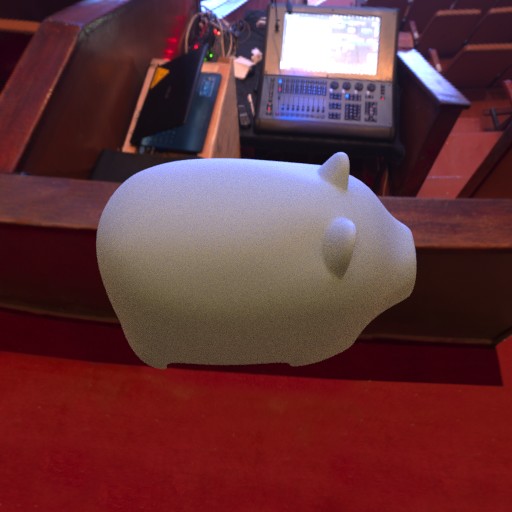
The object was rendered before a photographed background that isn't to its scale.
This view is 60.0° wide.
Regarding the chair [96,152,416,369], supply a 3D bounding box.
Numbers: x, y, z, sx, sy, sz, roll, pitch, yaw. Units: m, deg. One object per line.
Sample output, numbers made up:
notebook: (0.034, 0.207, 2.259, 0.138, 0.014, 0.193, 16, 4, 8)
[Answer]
chair: (0.000, 0.000, 0.868, 0.619, 0.423, 0.364, 1, 63, 0)
